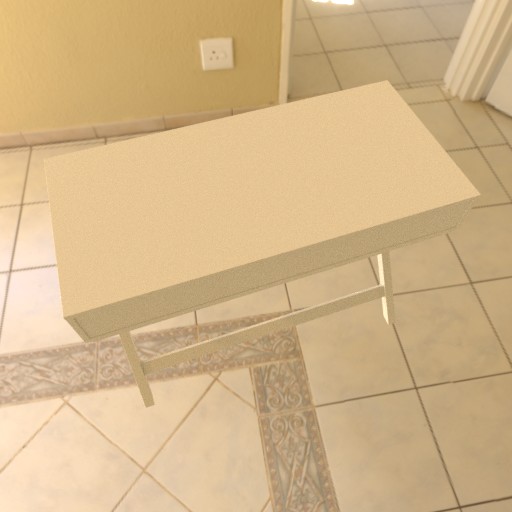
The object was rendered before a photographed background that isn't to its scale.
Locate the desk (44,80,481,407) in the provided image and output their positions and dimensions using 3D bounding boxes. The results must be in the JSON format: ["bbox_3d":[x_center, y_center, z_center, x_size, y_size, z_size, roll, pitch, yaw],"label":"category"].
[{"bbox_3d":[0.000,0.000,1.508,1.059,0.780,0.509,-16,58,-10],"label":"desk"}]
